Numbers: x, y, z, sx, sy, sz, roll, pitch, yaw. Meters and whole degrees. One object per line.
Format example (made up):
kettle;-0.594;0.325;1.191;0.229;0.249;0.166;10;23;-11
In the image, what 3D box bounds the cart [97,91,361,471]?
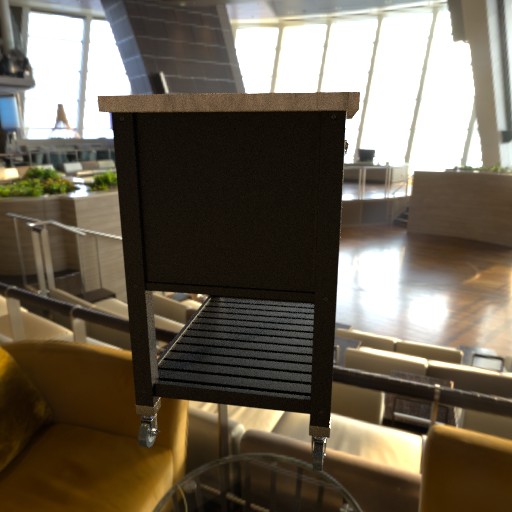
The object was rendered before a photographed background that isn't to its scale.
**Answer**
cart;0.000;0.000;1.416;0.567;0.920;0.797;3;16;10
